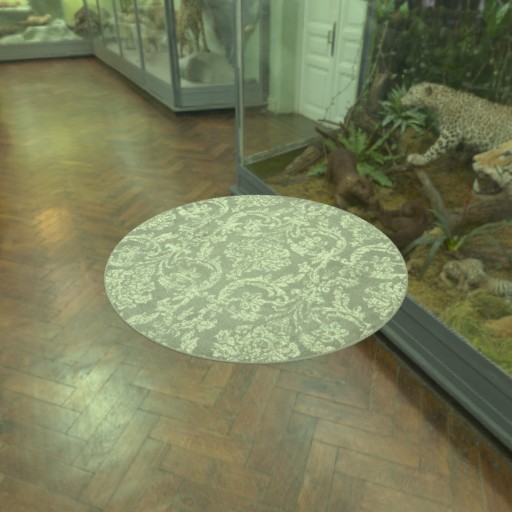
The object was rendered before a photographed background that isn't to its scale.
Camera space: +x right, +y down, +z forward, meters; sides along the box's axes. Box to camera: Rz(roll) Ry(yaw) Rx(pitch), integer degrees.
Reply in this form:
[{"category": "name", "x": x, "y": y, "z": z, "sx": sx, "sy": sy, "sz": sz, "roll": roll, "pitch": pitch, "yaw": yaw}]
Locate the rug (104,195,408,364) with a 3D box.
[{"category": "rug", "x": 0.000, "y": 0.000, "z": 2.416, "sx": 1.593, "sy": 0.012, "sz": 1.593, "roll": 0, "pitch": 32, "yaw": 0}]
